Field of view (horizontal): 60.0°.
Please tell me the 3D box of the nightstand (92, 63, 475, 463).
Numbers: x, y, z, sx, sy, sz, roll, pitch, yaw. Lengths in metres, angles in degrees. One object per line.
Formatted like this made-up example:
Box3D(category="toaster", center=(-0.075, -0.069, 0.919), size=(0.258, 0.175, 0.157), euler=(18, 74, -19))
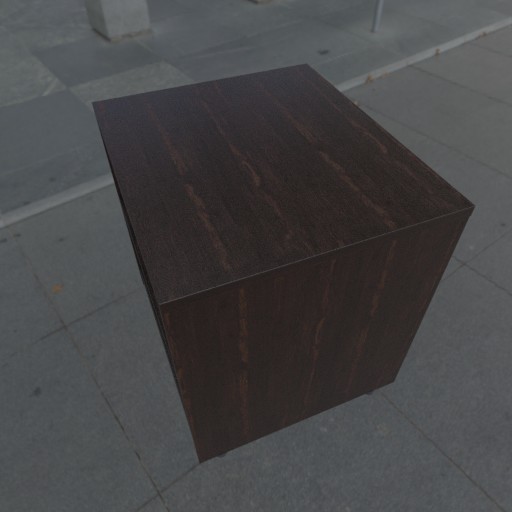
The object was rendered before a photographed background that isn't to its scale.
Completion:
Box3D(category="nightstand", center=(0.000, 0.000, 0.860), size=(0.427, 0.487, 0.489), euler=(-17, 48, -15))
